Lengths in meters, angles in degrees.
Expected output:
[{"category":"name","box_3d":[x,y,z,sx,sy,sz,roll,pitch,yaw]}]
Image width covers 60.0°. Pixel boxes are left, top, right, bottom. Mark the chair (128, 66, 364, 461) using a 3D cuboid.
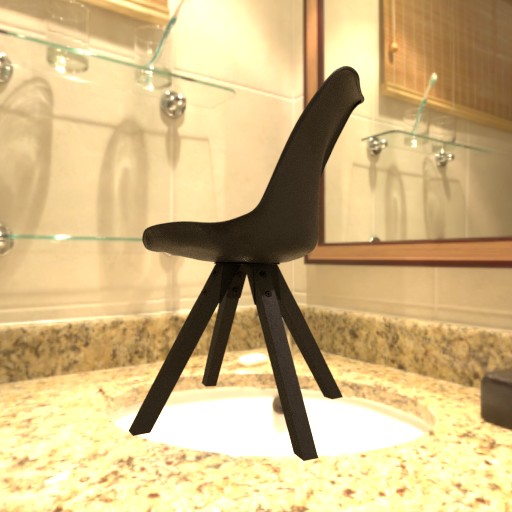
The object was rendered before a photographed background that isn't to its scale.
[{"category":"chair","box_3d":[0.000,0.000,1.179,0.550,0.850,0.485,0,0,18]}]
